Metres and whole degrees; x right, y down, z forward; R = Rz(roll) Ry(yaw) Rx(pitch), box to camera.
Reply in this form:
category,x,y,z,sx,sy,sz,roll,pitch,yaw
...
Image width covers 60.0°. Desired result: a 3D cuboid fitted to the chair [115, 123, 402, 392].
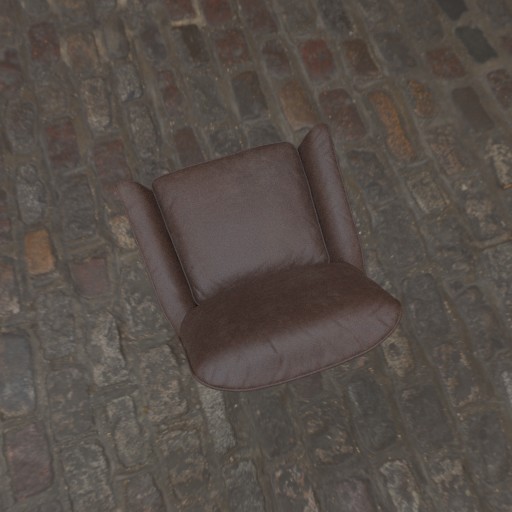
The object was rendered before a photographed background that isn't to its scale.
category,x,y,z,sx,sy,sz,roll,pitch,yaw
chair,0.000,0.000,1.505,0.787,0.888,0.824,-17,75,-5
